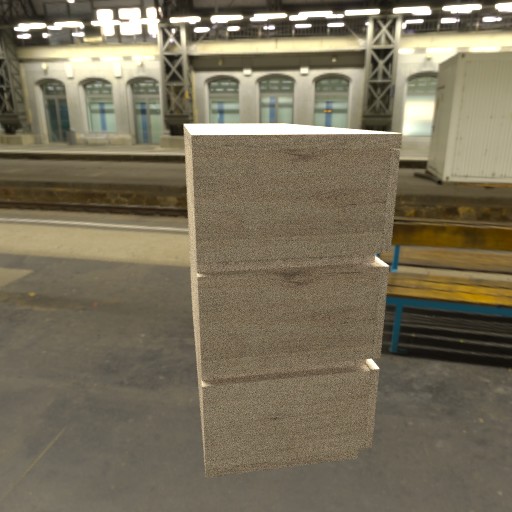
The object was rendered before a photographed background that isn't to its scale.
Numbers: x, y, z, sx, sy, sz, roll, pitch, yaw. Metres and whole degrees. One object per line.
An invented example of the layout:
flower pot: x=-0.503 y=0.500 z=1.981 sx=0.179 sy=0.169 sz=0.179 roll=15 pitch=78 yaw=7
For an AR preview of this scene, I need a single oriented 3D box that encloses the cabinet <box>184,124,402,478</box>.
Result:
cabinet: x=0.000 y=0.000 z=1.468 sx=0.420 sy=0.820 sz=1.040 roll=-3 pitch=18 yaw=-9
